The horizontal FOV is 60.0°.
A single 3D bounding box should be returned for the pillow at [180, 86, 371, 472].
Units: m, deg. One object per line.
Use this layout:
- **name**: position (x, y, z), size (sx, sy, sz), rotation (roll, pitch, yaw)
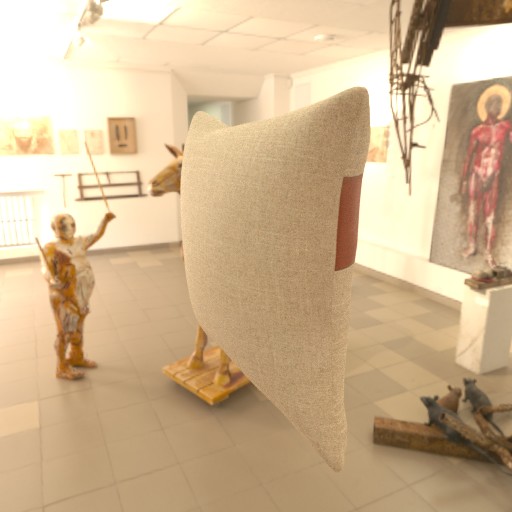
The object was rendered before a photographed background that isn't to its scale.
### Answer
- **pillow**: position (0.000, 0.000, 0.607), size (0.173, 0.399, 0.414), rotation (-7, 16, -26)
